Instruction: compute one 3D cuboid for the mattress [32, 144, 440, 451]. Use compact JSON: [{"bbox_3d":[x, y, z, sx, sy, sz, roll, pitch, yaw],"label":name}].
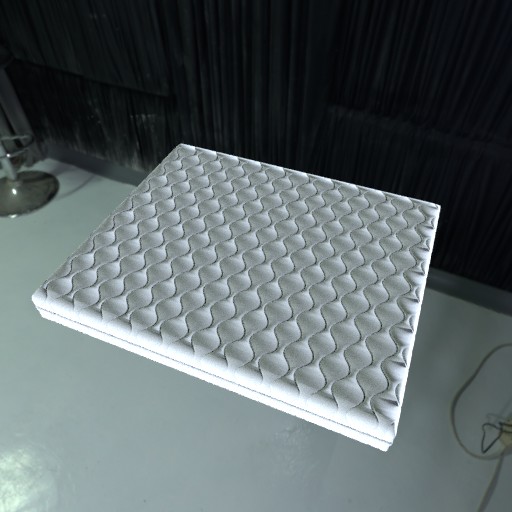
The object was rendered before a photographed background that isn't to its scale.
[{"bbox_3d":[0.000,0.000,2.622,1.900,0.200,1.600,17,48,15],"label":"mattress"}]
